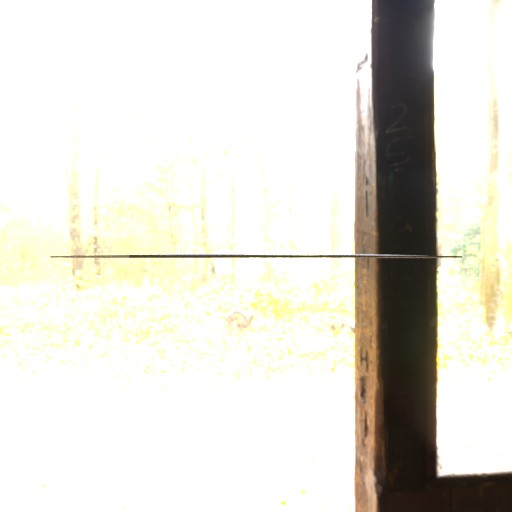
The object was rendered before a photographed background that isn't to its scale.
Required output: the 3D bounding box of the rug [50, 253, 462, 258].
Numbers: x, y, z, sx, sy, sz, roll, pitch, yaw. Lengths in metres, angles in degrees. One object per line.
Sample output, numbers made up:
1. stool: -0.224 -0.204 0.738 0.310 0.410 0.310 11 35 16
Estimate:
1. rug: 0.000 0.000 3.181 2.438 0.026 1.706 0 0 -35
